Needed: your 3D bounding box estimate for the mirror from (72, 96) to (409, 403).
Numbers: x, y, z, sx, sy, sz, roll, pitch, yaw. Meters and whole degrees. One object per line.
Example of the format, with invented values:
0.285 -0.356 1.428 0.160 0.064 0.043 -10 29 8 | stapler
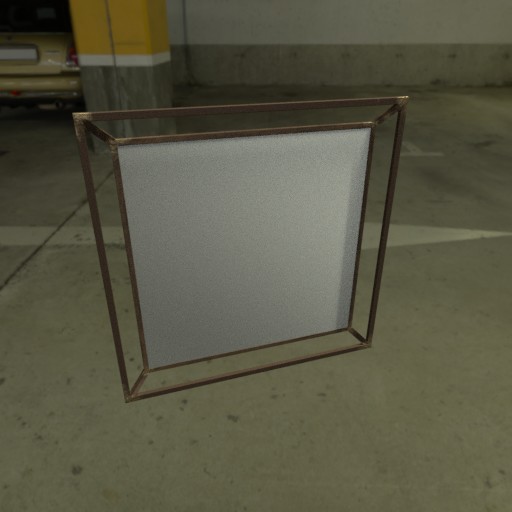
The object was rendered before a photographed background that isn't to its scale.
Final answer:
0.000 0.000 0.925 0.610 0.610 0.032 -9 29 -16 | mirror
